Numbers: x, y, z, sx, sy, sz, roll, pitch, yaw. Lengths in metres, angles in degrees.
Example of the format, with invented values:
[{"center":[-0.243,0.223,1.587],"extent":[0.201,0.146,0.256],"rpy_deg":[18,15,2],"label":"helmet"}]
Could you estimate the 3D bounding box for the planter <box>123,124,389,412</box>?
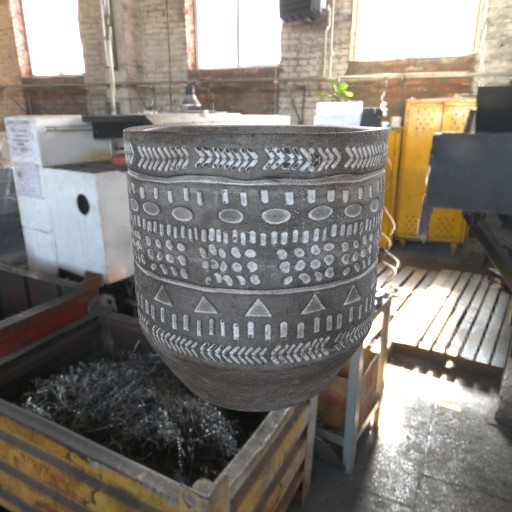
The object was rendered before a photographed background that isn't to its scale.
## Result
[{"center":[0.000,0.000,0.227],"extent":[0.122,0.128,0.122],"rpy_deg":[0,18,0],"label":"planter"}]
